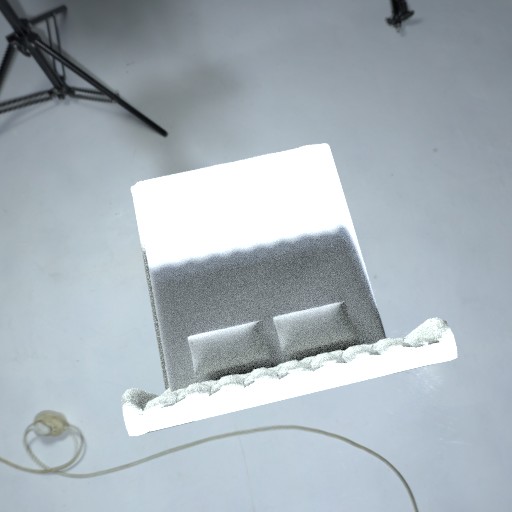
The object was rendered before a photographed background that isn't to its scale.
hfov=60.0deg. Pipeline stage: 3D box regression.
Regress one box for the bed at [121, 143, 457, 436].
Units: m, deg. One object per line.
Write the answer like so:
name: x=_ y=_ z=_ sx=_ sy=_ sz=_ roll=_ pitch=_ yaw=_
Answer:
bed: x=0.000 y=0.000 z=3.897 sx=2.219 sy=1.771 sz=2.347 roll=-12 pitch=76 yaw=-3
